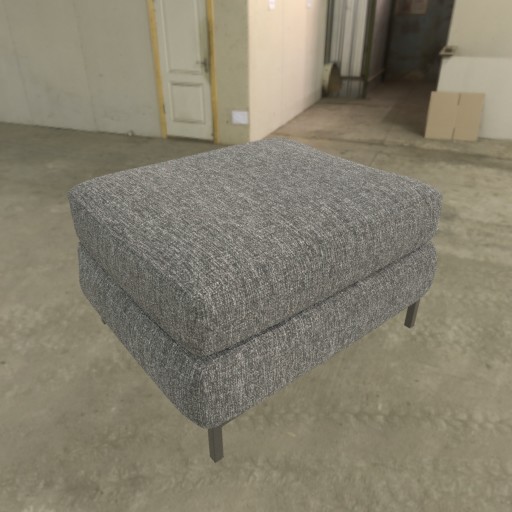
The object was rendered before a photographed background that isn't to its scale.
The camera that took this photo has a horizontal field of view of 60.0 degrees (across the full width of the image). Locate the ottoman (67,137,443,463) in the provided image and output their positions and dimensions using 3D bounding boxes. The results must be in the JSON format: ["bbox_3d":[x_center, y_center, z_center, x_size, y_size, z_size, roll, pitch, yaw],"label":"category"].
[{"bbox_3d":[0.000,0.000,1.229,0.828,0.480,0.683,-22,37,-33],"label":"ottoman"}]
